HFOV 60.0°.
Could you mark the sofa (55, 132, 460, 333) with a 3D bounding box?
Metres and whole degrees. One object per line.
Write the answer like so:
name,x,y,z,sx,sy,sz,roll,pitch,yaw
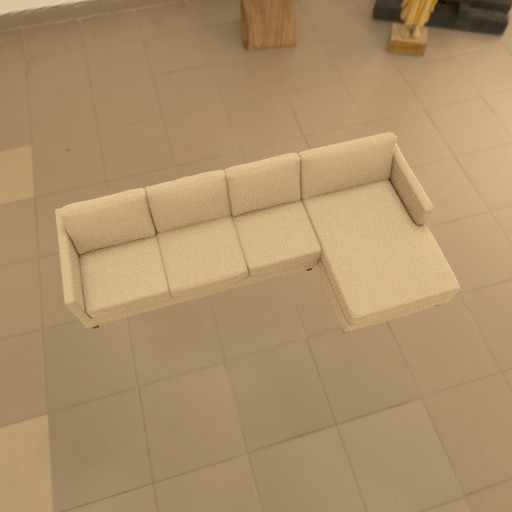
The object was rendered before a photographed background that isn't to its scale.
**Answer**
sofa,0.000,0.000,3.900,3.186,0.861,1.625,-15,63,-8
